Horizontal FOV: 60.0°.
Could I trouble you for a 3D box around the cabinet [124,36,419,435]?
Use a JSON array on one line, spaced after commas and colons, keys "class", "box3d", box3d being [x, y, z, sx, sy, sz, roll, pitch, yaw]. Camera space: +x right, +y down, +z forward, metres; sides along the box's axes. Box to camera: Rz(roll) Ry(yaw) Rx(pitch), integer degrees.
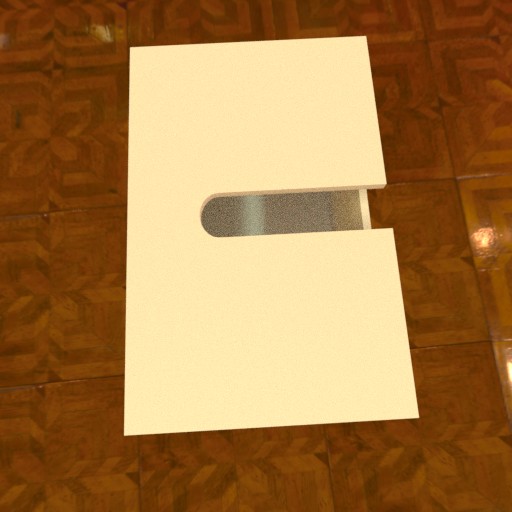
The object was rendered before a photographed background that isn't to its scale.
[{"class": "cabinet", "box3d": [0.000, 0.000, 0.912, 0.400, 0.522, 0.600, -3, 76, -1]}]
